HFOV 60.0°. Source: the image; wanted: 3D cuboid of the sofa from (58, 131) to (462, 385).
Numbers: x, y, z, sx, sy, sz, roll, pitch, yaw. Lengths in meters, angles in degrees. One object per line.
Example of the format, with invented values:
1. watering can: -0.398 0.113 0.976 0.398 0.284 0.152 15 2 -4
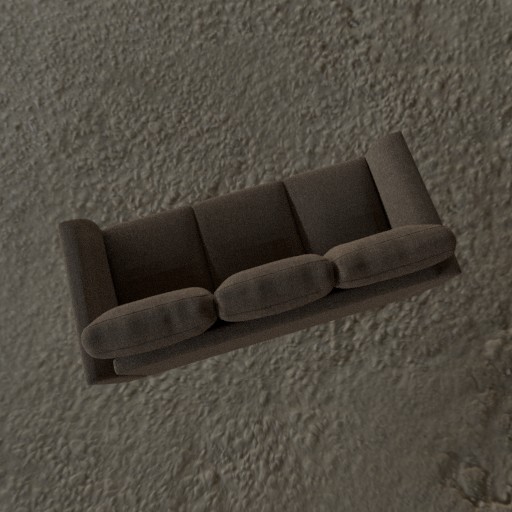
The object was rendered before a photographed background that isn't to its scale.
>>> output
1. sofa: 0.000 0.000 2.348 1.847 0.891 0.837 -16 75 -4
